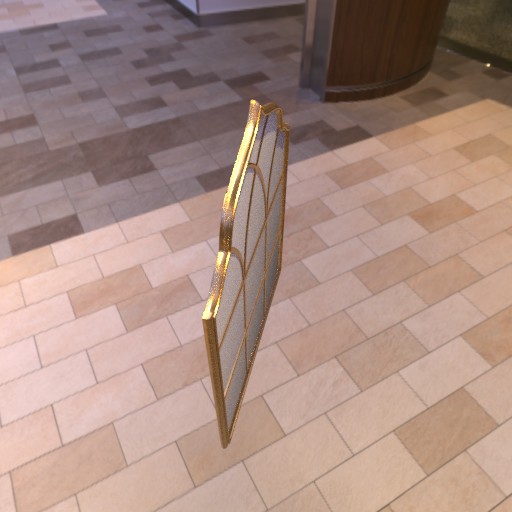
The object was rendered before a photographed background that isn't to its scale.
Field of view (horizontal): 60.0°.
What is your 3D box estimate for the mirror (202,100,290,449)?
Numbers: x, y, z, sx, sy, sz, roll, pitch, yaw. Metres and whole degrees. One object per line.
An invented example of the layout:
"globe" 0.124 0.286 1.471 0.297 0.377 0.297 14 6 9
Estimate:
"mirror" 0.000 0.000 0.853 0.018 0.635 0.513 11 48 10
